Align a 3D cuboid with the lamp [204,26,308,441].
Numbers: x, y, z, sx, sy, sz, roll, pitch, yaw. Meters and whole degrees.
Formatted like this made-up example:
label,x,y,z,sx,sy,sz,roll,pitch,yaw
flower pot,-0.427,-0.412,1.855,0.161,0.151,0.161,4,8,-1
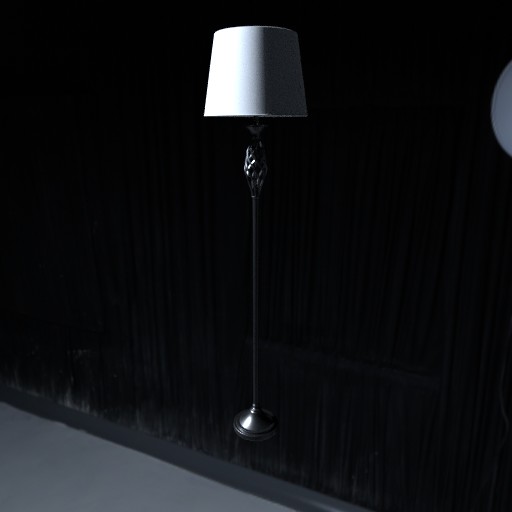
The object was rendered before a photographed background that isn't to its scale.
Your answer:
label,x,y,z,sx,sy,sz,roll,pitch,yaw
lamp,0.000,0.000,1.792,0.379,1.623,0.379,0,17,0
